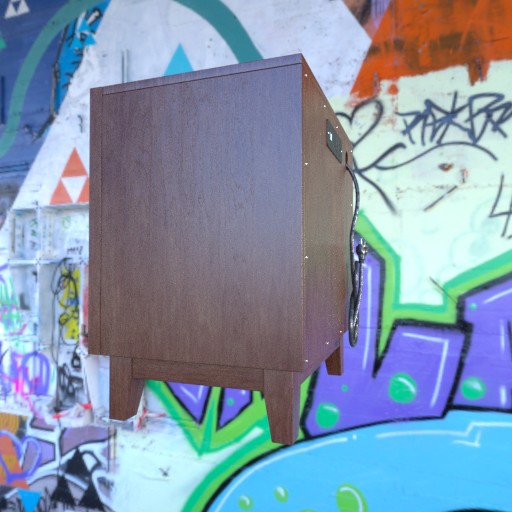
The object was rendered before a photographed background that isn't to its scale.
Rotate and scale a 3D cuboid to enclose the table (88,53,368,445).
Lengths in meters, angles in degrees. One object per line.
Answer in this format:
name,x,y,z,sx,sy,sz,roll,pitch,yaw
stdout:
table,0.000,0.000,0.994,0.449,0.609,0.557,0,-1,20
